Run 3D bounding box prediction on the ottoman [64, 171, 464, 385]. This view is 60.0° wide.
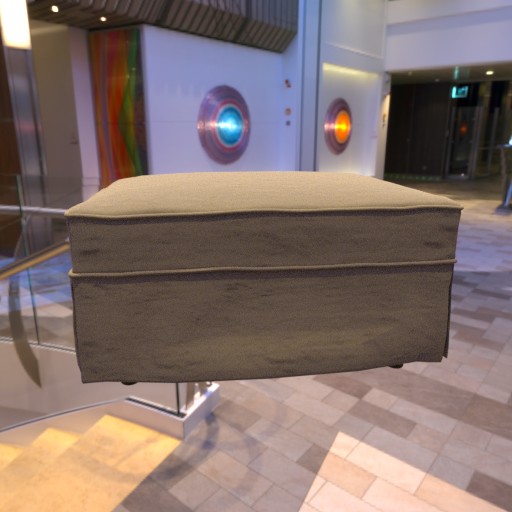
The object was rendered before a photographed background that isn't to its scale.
[{"bbox_3d":[0.000,0.000,1.330,0.944,0.479,0.703,-2,16,-6],"label":"ottoman"}]
